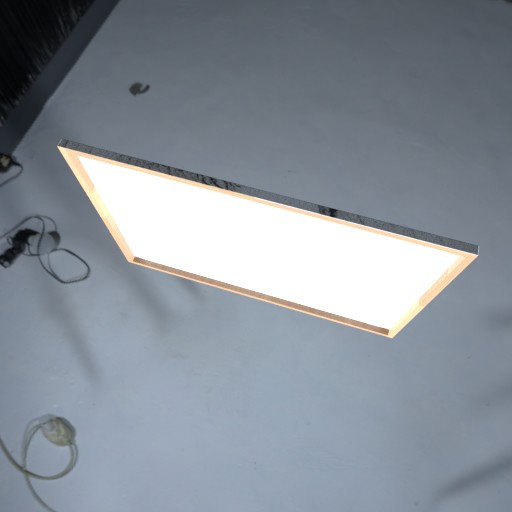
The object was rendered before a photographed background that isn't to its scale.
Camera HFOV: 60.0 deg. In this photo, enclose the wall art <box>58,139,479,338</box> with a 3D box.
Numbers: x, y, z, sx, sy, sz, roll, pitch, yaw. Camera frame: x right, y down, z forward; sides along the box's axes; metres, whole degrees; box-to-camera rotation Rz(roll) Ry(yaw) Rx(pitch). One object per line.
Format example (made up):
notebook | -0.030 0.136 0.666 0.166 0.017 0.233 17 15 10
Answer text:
wall art | 0.000 0.000 1.200 0.914 0.607 0.023 15 65 7
